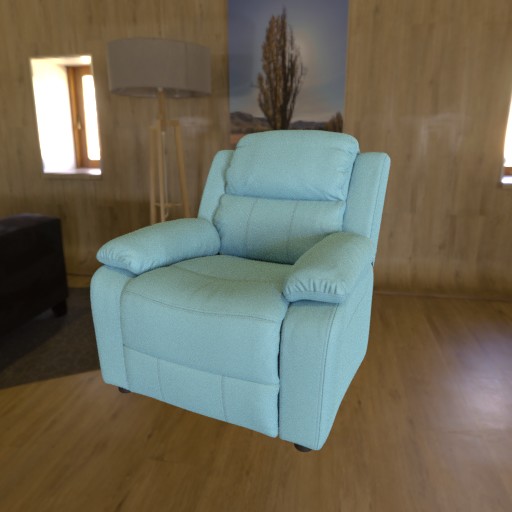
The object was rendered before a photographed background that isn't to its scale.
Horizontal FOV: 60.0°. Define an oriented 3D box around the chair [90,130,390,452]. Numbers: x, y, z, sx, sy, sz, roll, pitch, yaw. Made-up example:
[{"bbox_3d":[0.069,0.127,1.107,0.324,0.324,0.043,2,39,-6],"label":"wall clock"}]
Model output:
[{"bbox_3d":[0.000,0.000,1.271,0.680,0.702,0.709,7,17,26],"label":"chair"}]
